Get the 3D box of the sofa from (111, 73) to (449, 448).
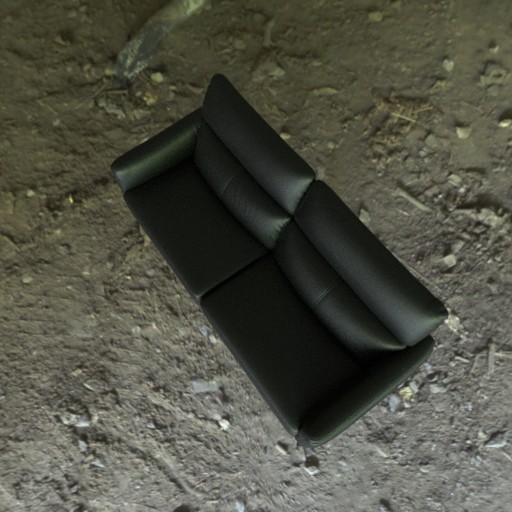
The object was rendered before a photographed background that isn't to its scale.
[{"bbox_3d":[0.000,0.000,2.603,0.856,0.957,2.069,-34,69,-14],"label":"sofa"}]
